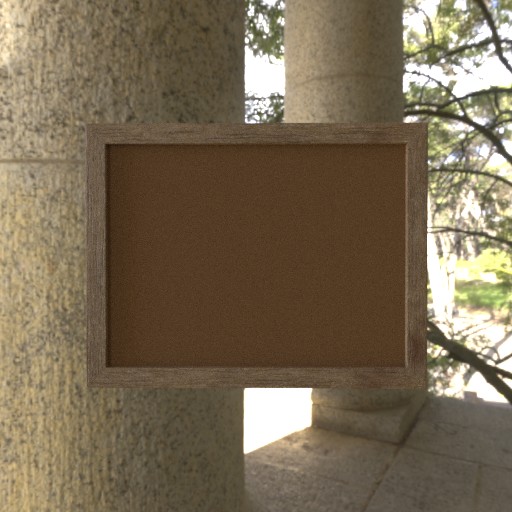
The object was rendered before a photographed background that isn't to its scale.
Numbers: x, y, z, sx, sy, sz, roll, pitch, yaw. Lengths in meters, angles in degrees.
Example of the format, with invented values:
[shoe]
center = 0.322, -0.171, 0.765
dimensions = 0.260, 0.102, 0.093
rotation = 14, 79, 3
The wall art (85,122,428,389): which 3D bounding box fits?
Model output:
[wall art]
center = 0.000, 0.000, 0.907
dimensions = 0.690, 0.535, 0.026
rotation = 0, 1, 1
